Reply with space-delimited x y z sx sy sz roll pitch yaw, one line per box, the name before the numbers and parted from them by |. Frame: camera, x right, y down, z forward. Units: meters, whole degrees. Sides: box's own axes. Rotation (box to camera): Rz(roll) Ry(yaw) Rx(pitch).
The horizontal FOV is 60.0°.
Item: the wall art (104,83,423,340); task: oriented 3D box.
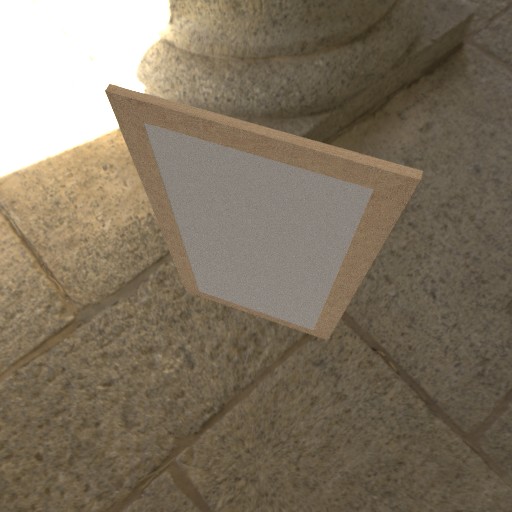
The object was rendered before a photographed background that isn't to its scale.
wall art | 0.000 0.000 0.814 0.381 0.683 0.013 18 66 8
